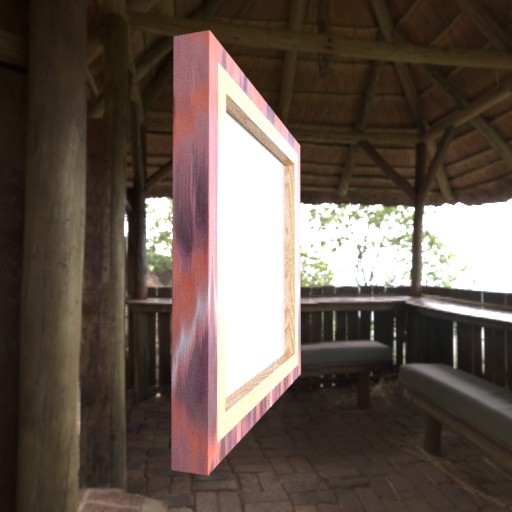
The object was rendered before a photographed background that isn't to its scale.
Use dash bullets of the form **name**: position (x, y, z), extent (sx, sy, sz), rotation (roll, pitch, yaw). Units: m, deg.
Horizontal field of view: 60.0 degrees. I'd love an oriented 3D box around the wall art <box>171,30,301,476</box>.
- **wall art**: position (0.000, 0.000, 0.600), extent (0.038, 0.406, 0.403), rotation (-1, -2, 18)
